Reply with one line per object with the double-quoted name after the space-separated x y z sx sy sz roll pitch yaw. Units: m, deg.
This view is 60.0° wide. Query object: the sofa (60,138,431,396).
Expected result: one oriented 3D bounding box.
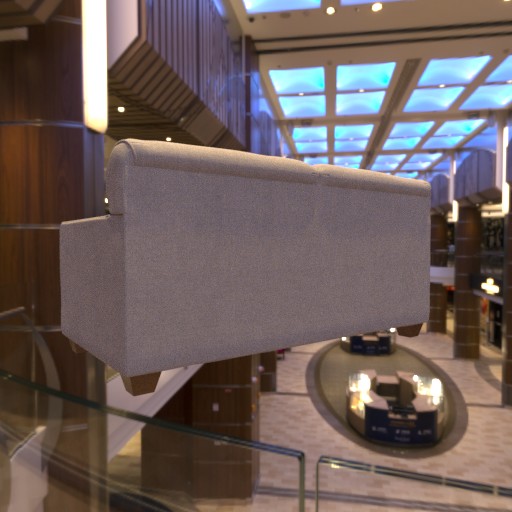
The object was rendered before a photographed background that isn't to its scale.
0.000 0.000 2.440 1.846 0.958 0.998 -1 2 -36 "sofa"
